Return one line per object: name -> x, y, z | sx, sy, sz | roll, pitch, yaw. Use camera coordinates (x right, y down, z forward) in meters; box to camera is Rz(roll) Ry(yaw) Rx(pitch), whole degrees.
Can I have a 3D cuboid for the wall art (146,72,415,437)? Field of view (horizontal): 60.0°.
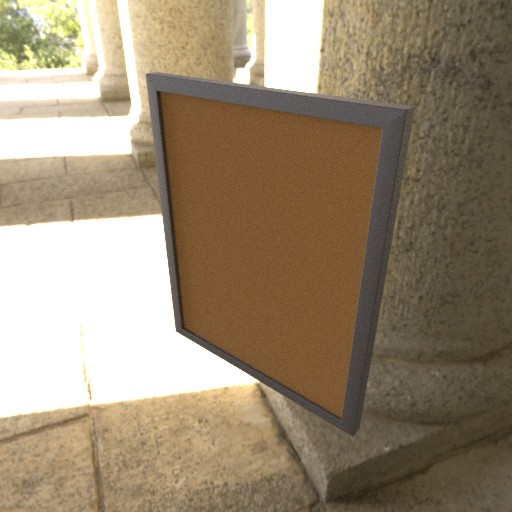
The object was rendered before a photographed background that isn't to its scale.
wall art -> 0.000, 0.000, 0.773 | 0.458, 0.558, 0.029 | 22, 36, 33
